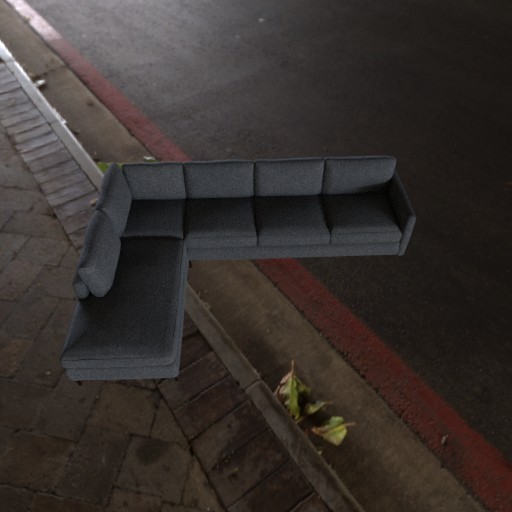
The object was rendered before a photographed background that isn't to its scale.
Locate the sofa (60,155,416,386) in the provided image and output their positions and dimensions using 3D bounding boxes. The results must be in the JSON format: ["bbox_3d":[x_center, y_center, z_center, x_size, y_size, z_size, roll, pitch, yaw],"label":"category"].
[{"bbox_3d":[0.000,0.000,3.900,2.949,0.815,2.007,-2,47,-2],"label":"sofa"}]
